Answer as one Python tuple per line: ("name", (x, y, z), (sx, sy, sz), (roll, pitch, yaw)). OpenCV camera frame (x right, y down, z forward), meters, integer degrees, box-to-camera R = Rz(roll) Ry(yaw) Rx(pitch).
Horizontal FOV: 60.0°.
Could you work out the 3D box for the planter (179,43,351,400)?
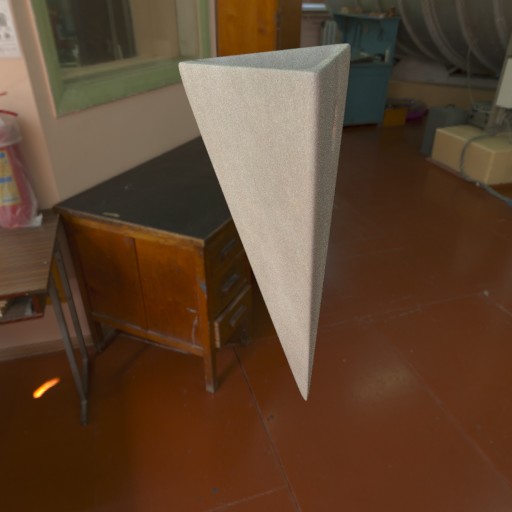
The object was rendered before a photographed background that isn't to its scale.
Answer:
("planter", (0.000, 0.000, 0.266), (0.081, 0.224, 0.101), (9, 32, 14))
